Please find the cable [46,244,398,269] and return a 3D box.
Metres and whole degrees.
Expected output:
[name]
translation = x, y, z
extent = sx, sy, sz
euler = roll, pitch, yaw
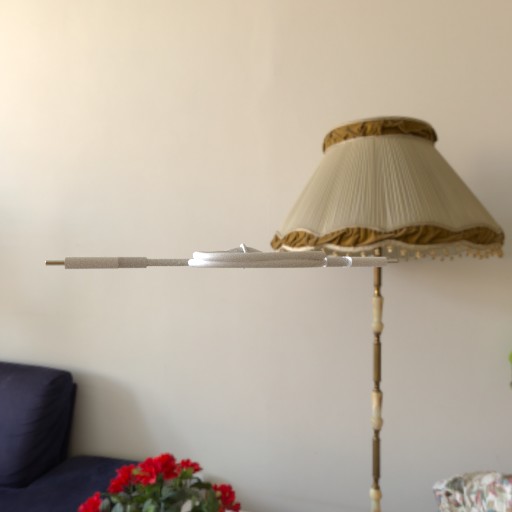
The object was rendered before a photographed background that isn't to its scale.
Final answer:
[cable]
translation = 0.000, 0.000, 0.228
extent = 0.203, 0.014, 0.070
euler = 0, 0, -18
